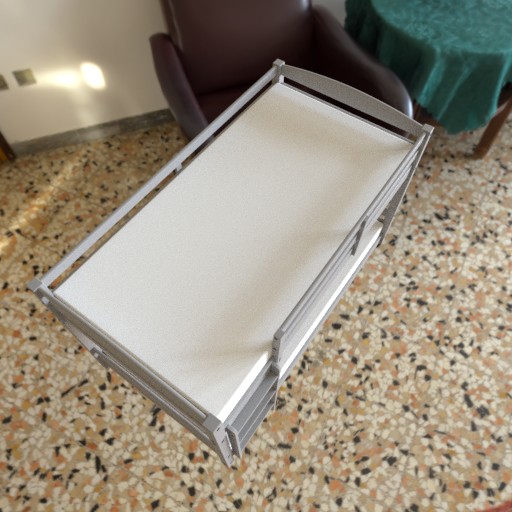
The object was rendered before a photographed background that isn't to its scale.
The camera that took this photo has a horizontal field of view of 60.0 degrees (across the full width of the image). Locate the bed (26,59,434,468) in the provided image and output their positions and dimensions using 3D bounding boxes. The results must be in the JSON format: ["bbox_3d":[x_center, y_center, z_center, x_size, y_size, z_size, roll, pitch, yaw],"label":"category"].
[{"bbox_3d":[0.000,0.000,2.720,1.105,1.206,2.013,31,64,18],"label":"bed"}]
